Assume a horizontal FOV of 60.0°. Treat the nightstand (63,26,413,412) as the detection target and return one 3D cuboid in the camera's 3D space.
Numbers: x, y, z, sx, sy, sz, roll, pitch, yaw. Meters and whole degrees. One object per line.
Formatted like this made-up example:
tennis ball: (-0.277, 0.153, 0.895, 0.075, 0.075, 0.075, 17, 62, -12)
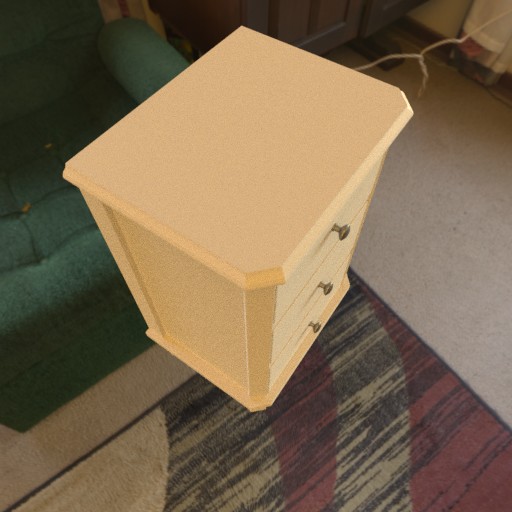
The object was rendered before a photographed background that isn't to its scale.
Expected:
nightstand: (0.000, 0.000, 0.930, 0.351, 0.681, 0.435, 30, 62, 18)
